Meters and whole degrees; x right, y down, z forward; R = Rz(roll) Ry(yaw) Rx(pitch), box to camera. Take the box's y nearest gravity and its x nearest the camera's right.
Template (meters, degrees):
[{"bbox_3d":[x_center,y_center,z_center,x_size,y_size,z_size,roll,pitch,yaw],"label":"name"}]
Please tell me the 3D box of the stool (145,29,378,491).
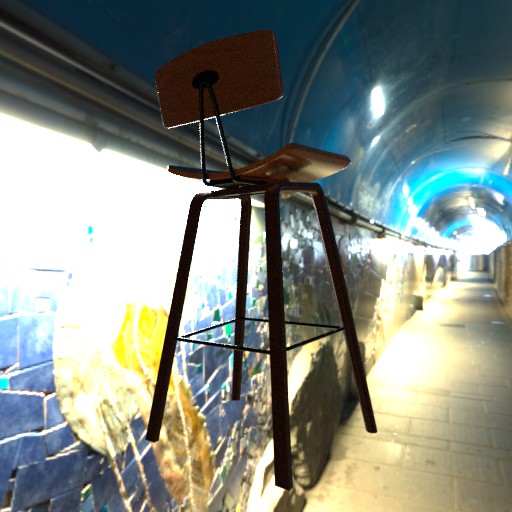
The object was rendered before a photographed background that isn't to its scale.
[{"bbox_3d":[0.000,0.000,1.198,0.509,0.969,0.440,0,-1,36],"label":"stool"}]
